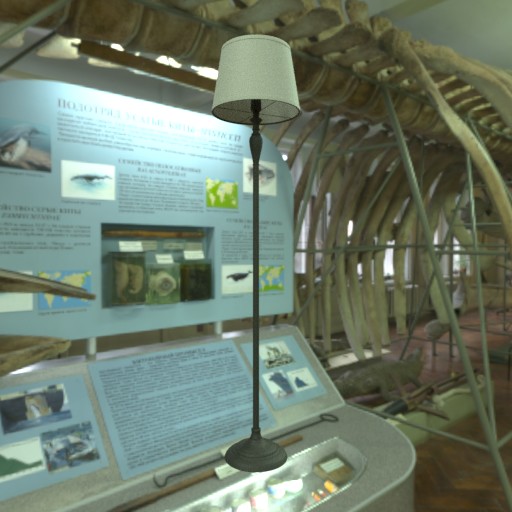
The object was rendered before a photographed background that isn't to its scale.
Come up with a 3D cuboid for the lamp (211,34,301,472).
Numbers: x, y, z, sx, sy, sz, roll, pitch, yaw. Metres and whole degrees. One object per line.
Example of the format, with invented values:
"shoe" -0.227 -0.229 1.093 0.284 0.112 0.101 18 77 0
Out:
"lamp" 0.000 0.000 1.646 0.327 1.506 0.327 1 2 19
